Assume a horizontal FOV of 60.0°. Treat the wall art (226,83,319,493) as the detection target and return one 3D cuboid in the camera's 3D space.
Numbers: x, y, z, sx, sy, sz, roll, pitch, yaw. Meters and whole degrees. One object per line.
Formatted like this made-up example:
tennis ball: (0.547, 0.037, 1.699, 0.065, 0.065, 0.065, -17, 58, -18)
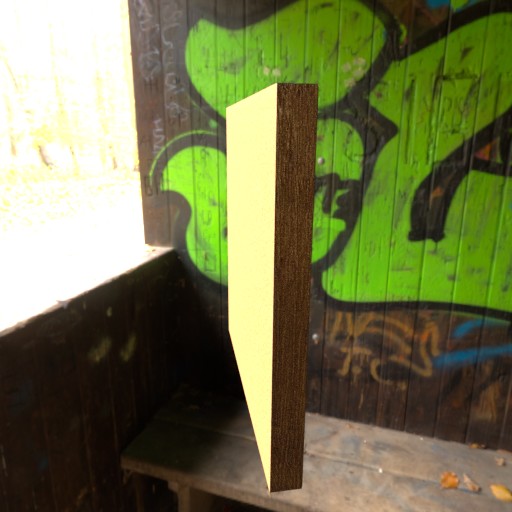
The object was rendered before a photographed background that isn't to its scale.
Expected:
wall art: (0.000, 0.000, 0.605, 0.039, 0.403, 0.406, -3, 16, -9)
